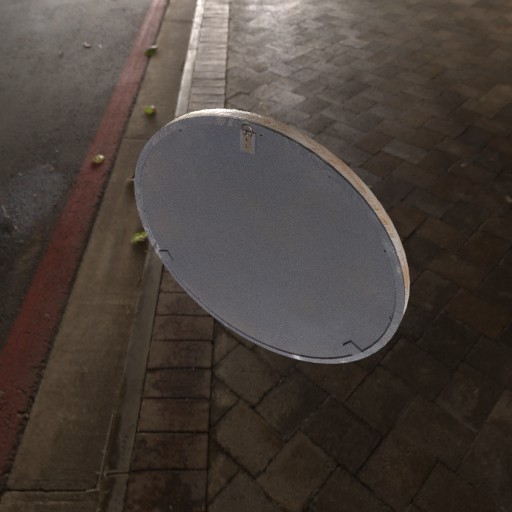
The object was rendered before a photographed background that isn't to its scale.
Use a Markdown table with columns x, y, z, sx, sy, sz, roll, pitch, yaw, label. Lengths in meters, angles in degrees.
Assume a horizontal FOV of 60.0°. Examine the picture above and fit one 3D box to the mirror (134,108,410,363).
| x | y | z | sx | sy | sz | roll | pitch | yaw | label |
| --- | --- | --- | --- | --- | --- | --- | --- | --- | --- |
| 0.000 | 0.000 | 1.055 | 0.710 | 0.710 | 0.038 | 23 | 51 | 21 | mirror |
